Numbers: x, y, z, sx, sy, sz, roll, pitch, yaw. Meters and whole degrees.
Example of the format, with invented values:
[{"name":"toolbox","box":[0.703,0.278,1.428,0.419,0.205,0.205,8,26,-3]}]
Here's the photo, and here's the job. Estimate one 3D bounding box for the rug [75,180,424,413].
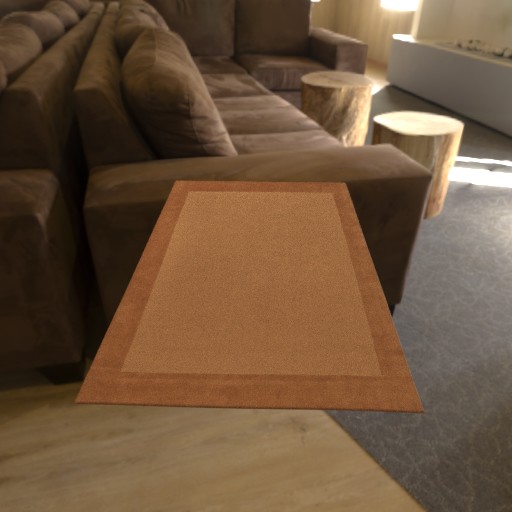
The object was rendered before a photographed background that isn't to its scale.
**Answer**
[{"name":"rug","box":[0.000,0.000,2.948,1.524,0.014,2.438,1,33,1]}]
